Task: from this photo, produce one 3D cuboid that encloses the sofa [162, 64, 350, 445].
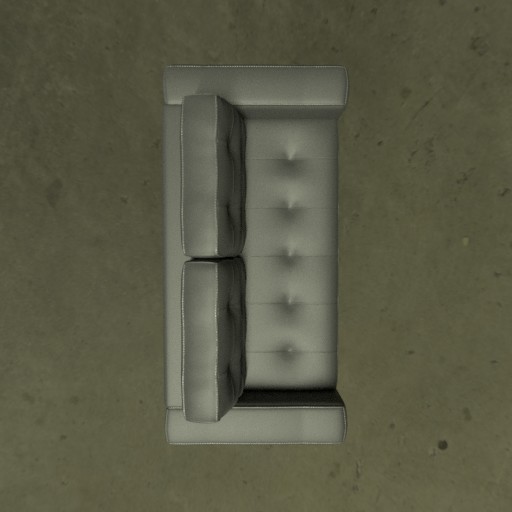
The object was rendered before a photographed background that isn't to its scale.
[{"bbox_3d":[0.000,0.000,2.156,0.833,0.892,1.726,0,92,0],"label":"sofa"}]
